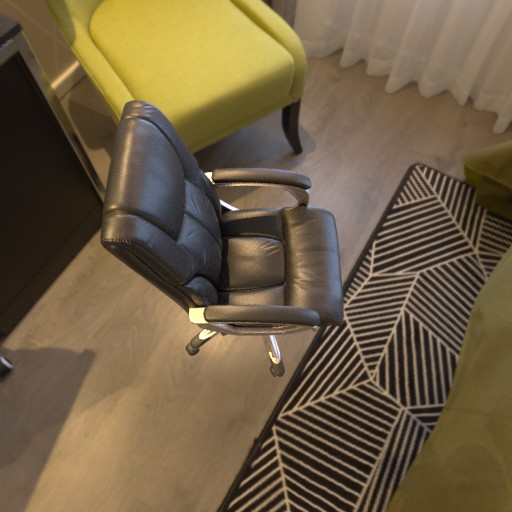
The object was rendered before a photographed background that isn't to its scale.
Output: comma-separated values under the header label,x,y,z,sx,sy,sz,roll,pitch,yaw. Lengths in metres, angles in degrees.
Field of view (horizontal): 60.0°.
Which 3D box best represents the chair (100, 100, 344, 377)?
label,x,y,z,sx,sy,sz,roll,pitch,yaw
chair,0.000,0.000,1.669,0.780,1.145,0.700,0,64,0
